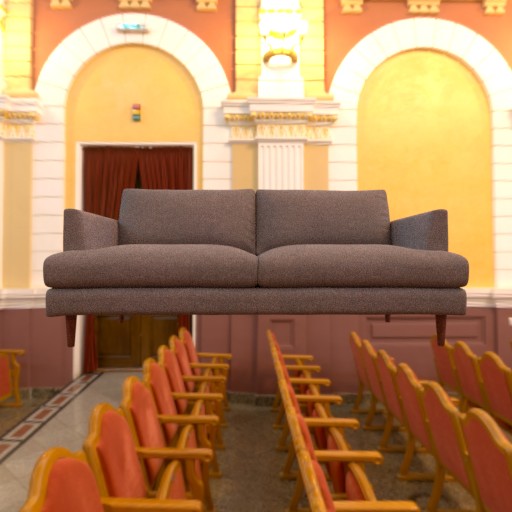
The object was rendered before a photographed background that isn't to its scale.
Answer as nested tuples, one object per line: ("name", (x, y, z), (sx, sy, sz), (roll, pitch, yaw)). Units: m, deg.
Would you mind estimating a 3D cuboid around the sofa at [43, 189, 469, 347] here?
("sofa", (0.000, 0.000, 2.513), (1.948, 0.868, 1.020), (0, -1, -1))
